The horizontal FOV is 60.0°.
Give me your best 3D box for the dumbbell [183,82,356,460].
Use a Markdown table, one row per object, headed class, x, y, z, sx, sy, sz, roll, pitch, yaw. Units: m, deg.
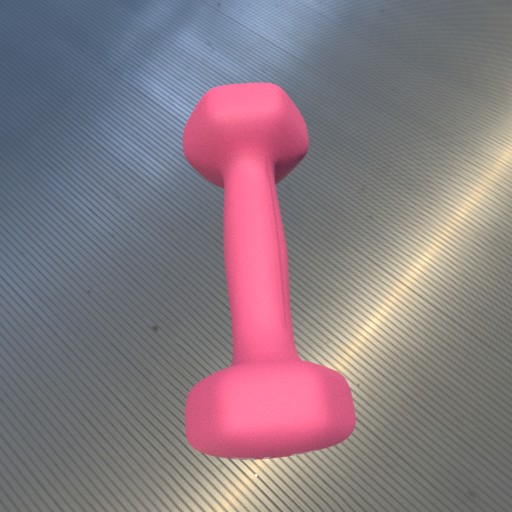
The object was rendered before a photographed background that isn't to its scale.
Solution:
| class | x | y | z | sx | sy | sz | roll | pitch | yaw |
| --- | --- | --- | --- | --- | --- | --- | --- | --- | --- |
| dumbbell | 0.000 | 0.000 | 0.176 | 0.058 | 0.053 | 0.146 | -4 | 64 | -2 |
